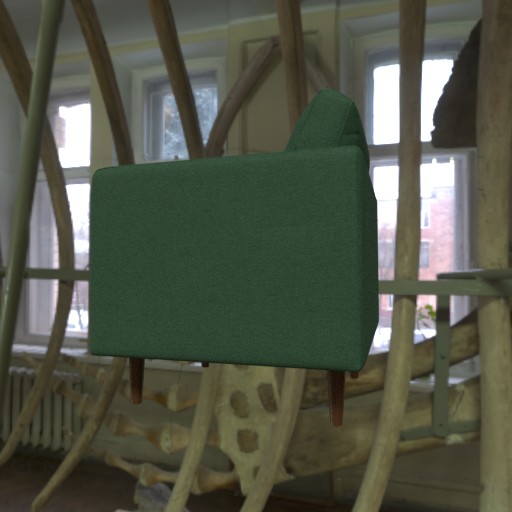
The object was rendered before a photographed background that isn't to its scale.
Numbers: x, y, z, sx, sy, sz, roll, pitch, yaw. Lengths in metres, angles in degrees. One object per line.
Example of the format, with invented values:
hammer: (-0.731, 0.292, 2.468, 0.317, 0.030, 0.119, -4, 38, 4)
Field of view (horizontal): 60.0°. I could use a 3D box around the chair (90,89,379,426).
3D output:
chair: (0.000, 0.000, 1.553, 0.800, 0.927, 0.855, 0, -1, 18)
